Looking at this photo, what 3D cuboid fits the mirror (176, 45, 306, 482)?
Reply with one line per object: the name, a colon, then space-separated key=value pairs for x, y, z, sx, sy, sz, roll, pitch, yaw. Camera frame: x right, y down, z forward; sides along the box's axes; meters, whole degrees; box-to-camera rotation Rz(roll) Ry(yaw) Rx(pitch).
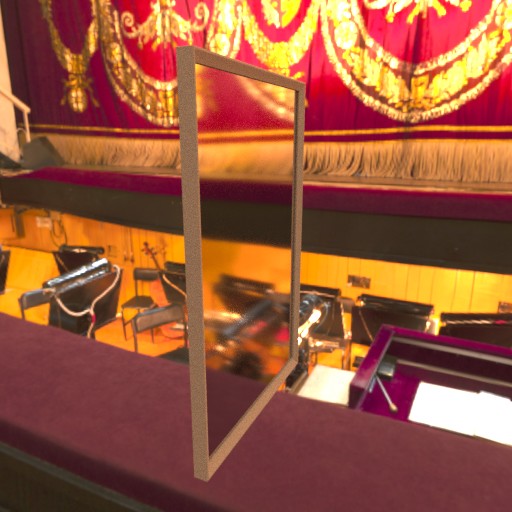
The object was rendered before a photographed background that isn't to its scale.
mirror: x=0.000 y=0.000 z=1.167 sx=0.041 sy=0.915 sz=0.609 roll=7 pitch=16 yaw=24
